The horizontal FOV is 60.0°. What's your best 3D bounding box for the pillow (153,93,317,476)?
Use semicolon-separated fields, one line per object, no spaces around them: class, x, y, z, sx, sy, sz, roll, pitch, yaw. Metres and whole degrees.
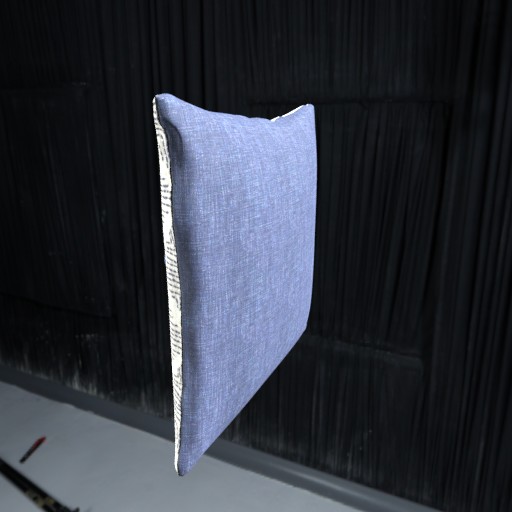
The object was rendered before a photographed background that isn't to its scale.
pillow;0.000;0.000;0.767;0.145;0.510;0.510;8;19;24
